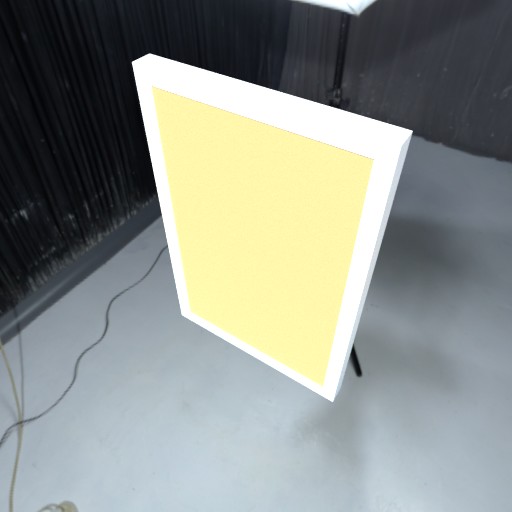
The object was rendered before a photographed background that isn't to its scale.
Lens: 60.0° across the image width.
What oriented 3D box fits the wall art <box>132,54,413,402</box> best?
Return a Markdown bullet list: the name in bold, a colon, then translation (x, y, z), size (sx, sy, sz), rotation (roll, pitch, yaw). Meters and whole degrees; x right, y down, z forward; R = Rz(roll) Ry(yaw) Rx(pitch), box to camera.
- **wall art**: translation (0.000, 0.000, 0.797), size (0.408, 0.611, 0.038), rotation (25, 51, 23)
